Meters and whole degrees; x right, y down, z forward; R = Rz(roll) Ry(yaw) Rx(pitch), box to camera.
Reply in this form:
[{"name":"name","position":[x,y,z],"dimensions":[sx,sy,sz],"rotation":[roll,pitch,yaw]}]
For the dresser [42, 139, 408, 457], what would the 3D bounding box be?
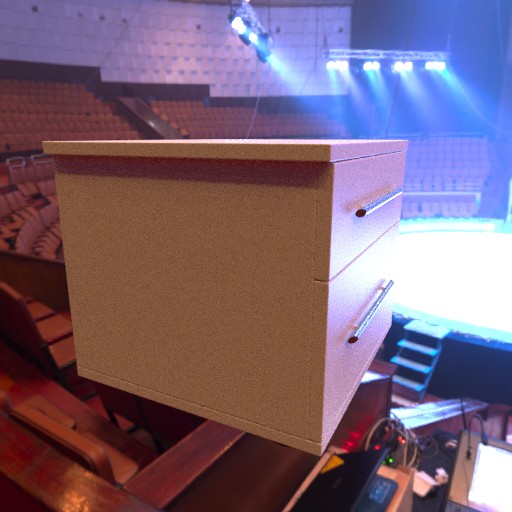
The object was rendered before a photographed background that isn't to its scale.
[{"name":"dresser","position":[0.000,0.000,0.715],"dimensions":[0.400,0.360,0.430],"rotation":[8,17,26]}]
